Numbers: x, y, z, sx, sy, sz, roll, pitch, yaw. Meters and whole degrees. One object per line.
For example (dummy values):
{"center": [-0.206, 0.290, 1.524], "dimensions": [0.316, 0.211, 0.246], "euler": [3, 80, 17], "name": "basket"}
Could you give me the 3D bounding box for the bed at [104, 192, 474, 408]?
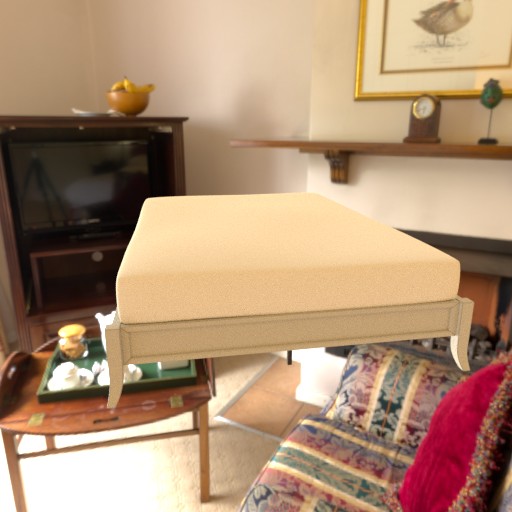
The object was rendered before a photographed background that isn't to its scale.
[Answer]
{"center": [0.000, 0.000, 2.594], "dimensions": [1.460, 0.510, 1.985], "euler": [-3, 16, -10], "name": "bed"}
